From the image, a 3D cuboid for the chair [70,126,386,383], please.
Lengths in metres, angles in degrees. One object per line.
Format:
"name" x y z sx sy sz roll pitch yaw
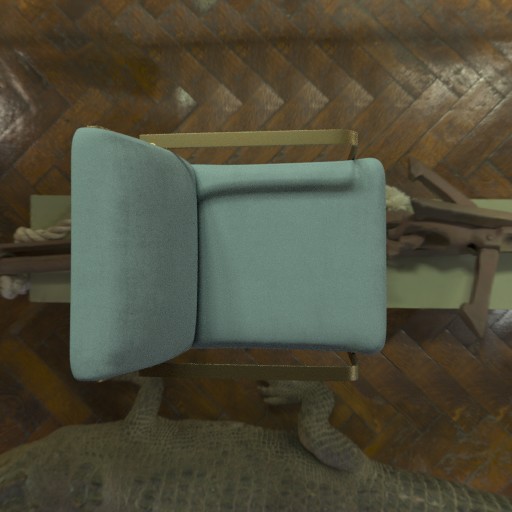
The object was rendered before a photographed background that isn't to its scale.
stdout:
"chair" 0.000 0.000 1.412 0.842 0.824 0.701 0 89 1
